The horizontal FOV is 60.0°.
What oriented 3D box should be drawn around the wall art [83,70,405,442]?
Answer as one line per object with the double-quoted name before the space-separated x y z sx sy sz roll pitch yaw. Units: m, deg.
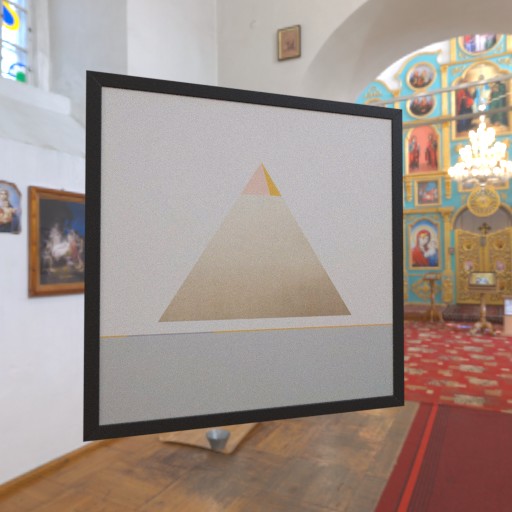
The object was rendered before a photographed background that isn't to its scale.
"wall art" 0.000 0.000 0.424 0.304 0.303 0.037 0 -1 -18
